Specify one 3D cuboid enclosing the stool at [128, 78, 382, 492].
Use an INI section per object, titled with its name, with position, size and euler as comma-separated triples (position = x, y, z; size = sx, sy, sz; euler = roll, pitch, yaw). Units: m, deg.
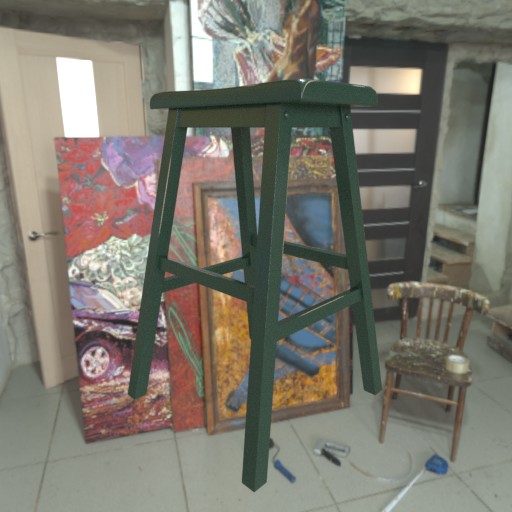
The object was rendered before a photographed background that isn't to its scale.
[stool]
position = 0.000, 0.000, 1.047
size = 0.457, 0.737, 0.476
euler = 15, 22, 42
